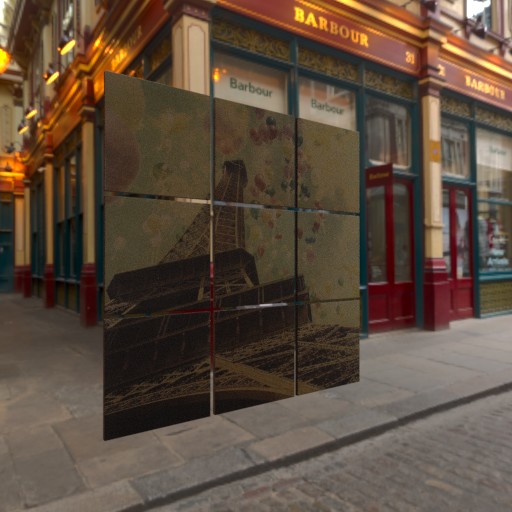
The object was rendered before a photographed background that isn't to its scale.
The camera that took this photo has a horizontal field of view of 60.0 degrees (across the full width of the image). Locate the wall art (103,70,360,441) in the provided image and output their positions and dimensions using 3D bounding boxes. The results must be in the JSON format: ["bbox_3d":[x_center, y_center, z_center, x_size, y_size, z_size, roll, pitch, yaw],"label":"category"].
[{"bbox_3d":[0.000,0.000,1.858,1.256,1.246,0.017,0,-1,-35],"label":"wall art"}]
